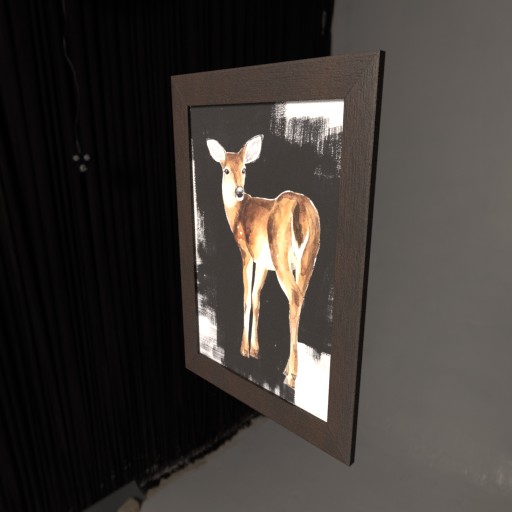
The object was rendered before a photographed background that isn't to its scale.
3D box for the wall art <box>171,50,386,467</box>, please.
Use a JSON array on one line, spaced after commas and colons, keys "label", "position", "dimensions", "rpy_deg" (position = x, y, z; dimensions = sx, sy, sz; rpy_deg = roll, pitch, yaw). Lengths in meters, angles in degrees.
[{"label": "wall art", "position": [0.000, 0.000, 0.641], "dimensions": [0.359, 0.508, 0.013], "rpy_deg": [16, 23, 42]}]
